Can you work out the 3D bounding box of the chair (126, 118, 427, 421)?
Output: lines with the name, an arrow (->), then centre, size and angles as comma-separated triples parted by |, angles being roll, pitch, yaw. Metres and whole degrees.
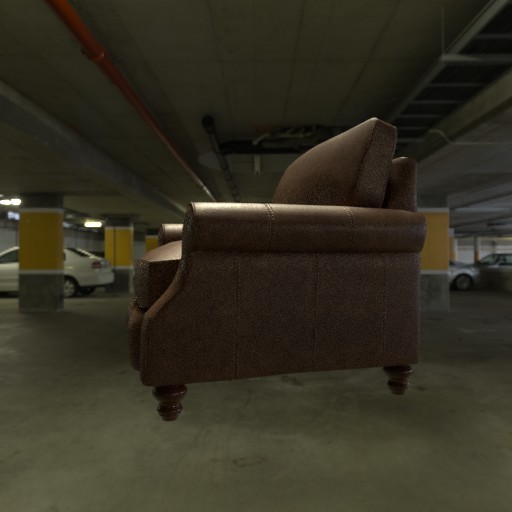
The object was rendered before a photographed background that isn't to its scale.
chair -> 0.000, 0.000, 1.783 | 1.002, 0.976, 0.996 | 0, 0, -18
